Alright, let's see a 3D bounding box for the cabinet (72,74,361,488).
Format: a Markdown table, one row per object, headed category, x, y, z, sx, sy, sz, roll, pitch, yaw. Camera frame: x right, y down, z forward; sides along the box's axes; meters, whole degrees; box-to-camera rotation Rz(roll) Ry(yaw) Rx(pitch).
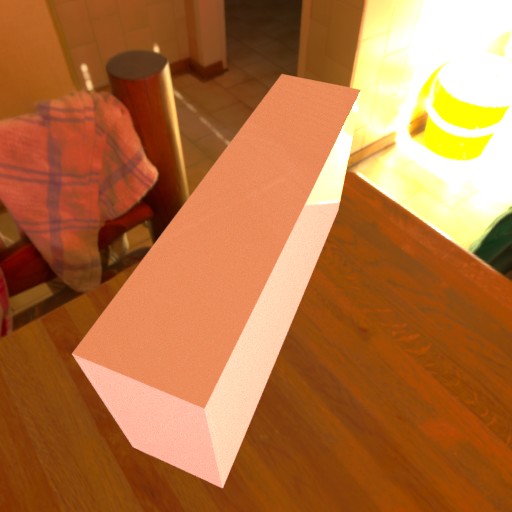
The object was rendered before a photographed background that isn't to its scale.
| category | x | y | z | sx | sy | sz | roll | pitch | yaw |
| --- | --- | --- | --- | --- | --- | --- | --- | --- | --- |
| cabinet | 0.000 | 0.000 | 1.946 | 0.400 | 0.800 | 1.650 | 17 | 52 | 14 |
